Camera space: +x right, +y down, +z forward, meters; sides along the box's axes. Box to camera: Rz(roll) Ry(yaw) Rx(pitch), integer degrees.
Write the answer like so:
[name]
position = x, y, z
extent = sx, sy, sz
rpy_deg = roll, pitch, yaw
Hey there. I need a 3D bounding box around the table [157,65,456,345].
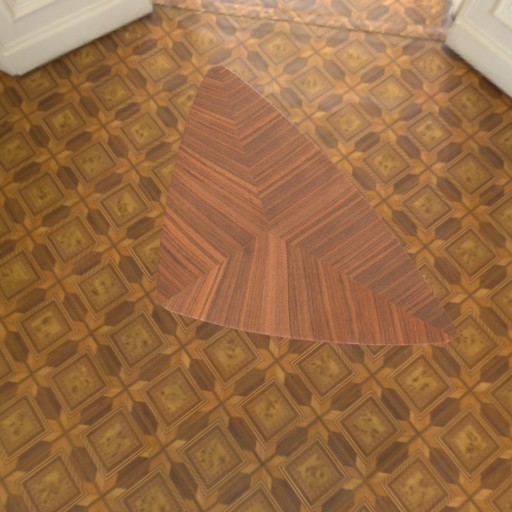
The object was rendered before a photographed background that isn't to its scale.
[table]
position = 0.000, 0.000, 1.335
extent = 0.601, 0.365, 1.008
rpy_deg = -36, 76, -10
